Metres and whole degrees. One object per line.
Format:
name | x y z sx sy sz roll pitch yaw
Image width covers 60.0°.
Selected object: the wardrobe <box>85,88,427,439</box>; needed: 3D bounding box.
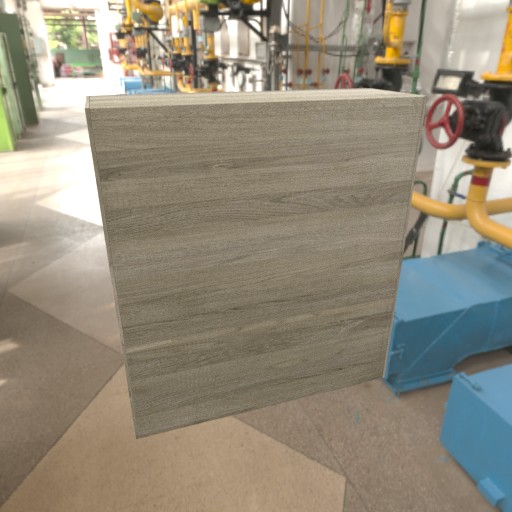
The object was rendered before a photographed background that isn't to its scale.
wardrobe | 0.000 0.000 2.856 1.780 1.960 0.629 -8 26 -17
